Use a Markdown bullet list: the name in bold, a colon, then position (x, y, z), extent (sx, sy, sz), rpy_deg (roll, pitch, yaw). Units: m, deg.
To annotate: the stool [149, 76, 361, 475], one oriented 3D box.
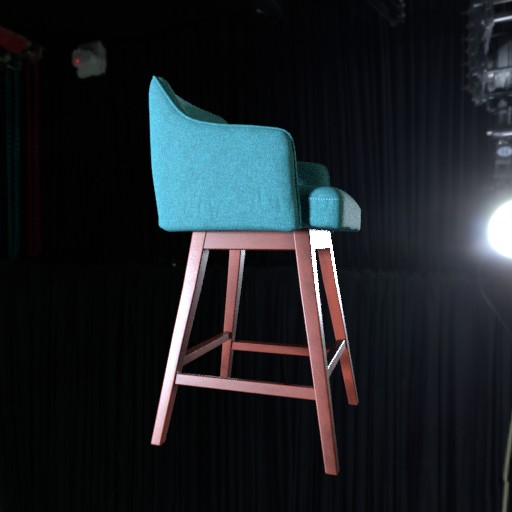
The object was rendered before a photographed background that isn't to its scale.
- **stool**: position (0.000, 0.000, 1.283), extent (0.556, 0.961, 0.548), rpy_deg (1, 2, 19)
